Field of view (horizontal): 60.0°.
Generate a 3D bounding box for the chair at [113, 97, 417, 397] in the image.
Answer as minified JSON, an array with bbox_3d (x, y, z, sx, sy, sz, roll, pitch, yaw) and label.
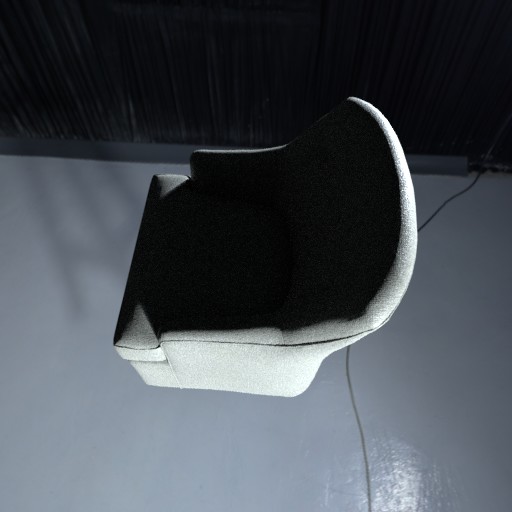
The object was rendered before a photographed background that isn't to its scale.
[{"bbox_3d":[0.000,0.000,1.627,0.923,0.856,0.864,3,58,2],"label":"chair"}]
